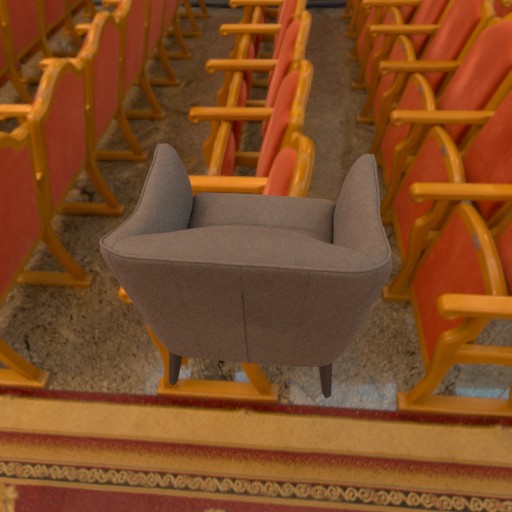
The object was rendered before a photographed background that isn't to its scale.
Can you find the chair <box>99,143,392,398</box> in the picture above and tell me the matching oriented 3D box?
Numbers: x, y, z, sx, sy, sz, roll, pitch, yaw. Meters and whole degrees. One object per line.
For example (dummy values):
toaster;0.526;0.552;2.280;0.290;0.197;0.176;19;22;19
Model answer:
chair;0.000;0.000;1.602;0.871;0.830;0.852;4;46;4
